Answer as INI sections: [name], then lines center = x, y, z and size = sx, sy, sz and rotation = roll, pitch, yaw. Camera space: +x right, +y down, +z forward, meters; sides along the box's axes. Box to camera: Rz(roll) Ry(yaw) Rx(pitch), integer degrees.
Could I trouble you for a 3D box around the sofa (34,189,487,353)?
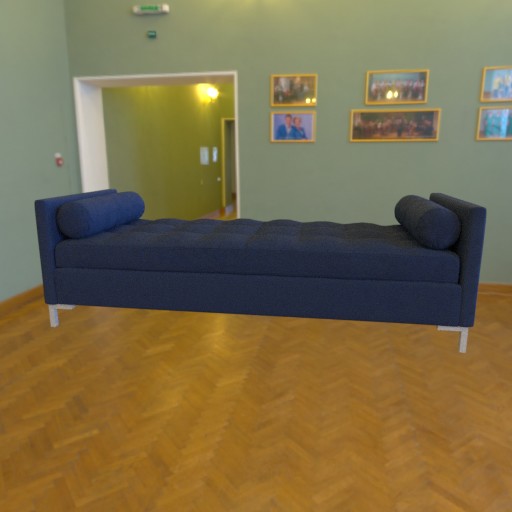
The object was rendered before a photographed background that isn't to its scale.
[sofa]
center = 0.000, 0.000, 2.438
size = 2.102, 0.657, 0.797
rotation = 2, 13, 9
